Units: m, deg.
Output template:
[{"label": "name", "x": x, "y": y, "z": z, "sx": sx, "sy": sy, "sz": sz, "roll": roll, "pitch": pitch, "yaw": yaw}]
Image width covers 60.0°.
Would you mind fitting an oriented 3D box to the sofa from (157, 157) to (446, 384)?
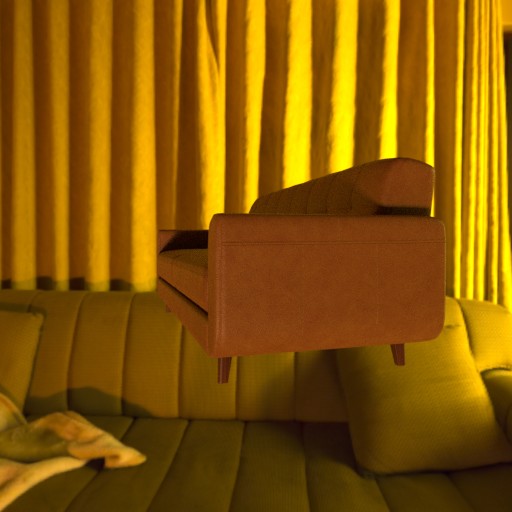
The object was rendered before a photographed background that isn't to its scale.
[{"label": "sofa", "x": 0.000, "y": 0.000, "z": 2.604, "sx": 0.980, "sy": 0.892, "sz": 2.137, "roll": -1, "pitch": 2, "yaw": -18}]
